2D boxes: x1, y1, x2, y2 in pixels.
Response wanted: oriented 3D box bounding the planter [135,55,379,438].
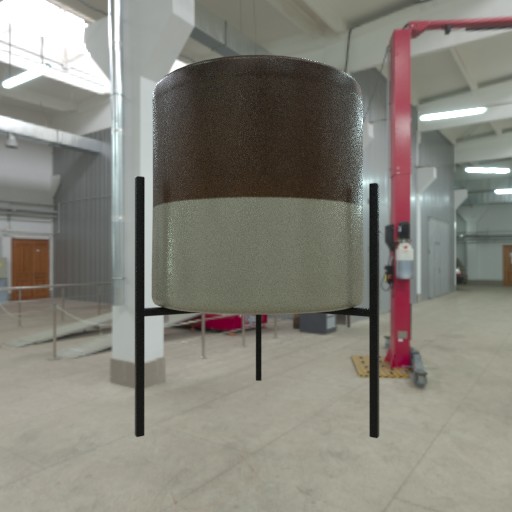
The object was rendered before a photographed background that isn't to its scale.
[{"bbox_3d":[0.000,0.000,0.542,0.255,0.375,0.269,0,0,0],"label":"planter"}]
